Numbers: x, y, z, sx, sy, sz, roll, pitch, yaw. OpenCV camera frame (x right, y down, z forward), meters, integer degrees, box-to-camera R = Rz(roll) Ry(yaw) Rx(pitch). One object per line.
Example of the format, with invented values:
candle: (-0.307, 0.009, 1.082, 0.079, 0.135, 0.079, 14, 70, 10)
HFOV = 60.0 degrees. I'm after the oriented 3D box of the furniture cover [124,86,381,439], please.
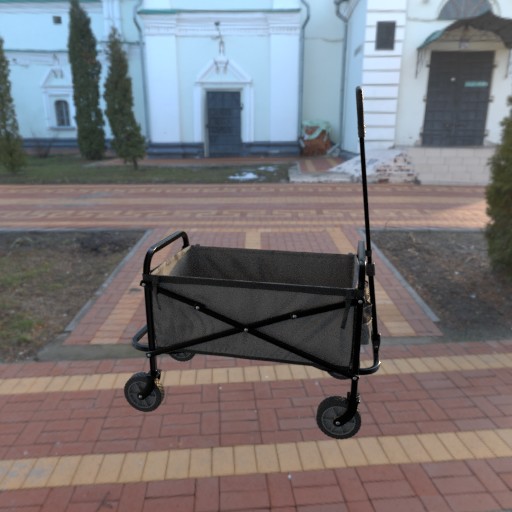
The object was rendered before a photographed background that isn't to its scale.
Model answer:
furniture cover: (0.000, 0.000, 1.820, 1.038, 1.295, 0.532, 3, 17, 12)
